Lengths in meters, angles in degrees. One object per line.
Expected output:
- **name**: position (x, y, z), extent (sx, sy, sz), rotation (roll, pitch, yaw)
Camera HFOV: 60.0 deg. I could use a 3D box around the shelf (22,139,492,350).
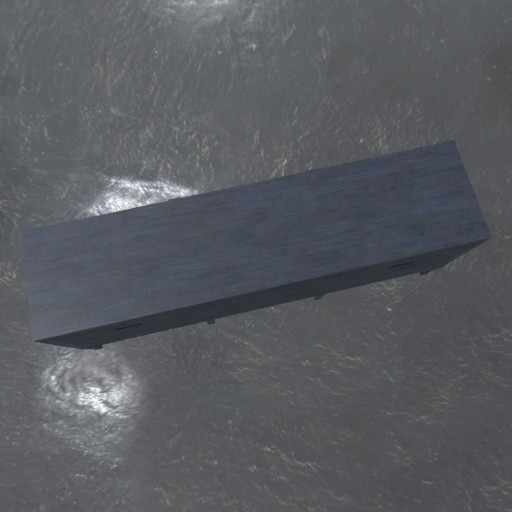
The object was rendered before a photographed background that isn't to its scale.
- **shelf**: position (0.000, 0.000, 2.168), extent (1.878, 0.715, 0.471), rotation (-12, 75, -3)
